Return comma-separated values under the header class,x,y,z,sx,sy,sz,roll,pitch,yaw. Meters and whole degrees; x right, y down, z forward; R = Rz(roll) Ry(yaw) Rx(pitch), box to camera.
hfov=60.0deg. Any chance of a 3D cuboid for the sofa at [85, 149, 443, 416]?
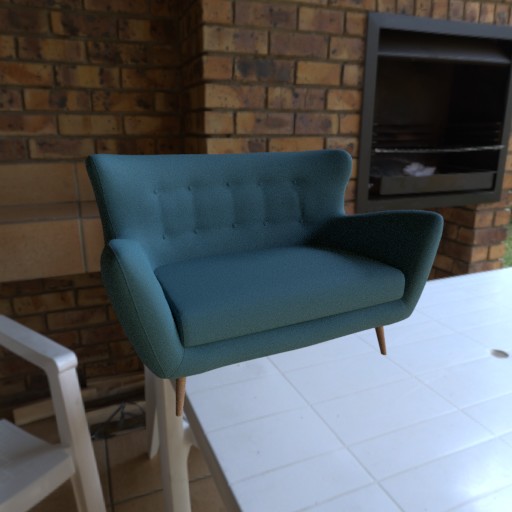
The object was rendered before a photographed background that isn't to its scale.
class,x,y,z,sx,sy,sz,roll,pitch,yaw
sofa,0.000,0.000,1.971,1.397,0.889,0.889,-8,17,-27
